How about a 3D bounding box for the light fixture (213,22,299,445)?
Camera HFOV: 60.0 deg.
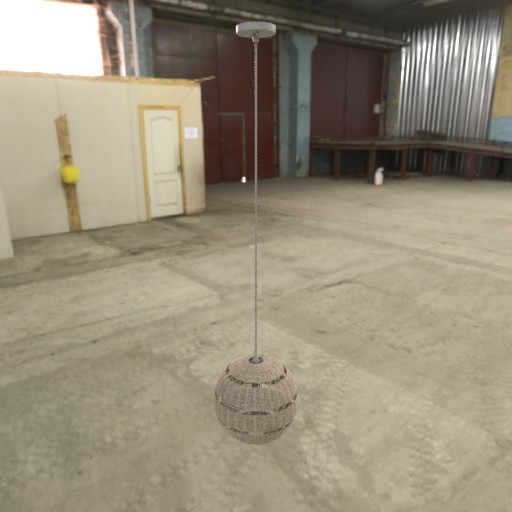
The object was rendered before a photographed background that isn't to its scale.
[{"bbox_3d":[0.000,0.000,2.149,0.457,2.019,0.457,-3,16,-10],"label":"light fixture"}]
